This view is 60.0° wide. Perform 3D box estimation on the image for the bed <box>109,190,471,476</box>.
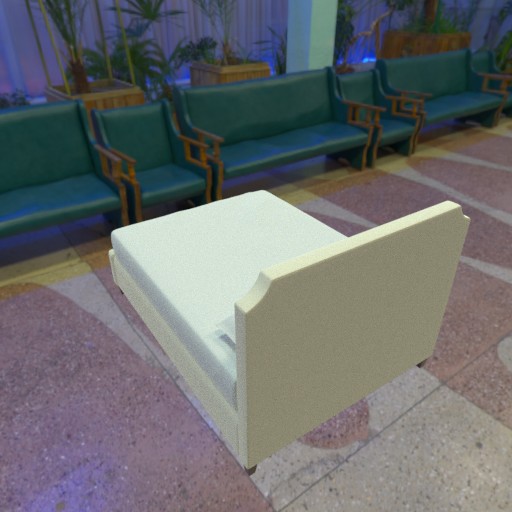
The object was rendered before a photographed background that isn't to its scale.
[{"bbox_3d":[0.000,0.000,3.498,1.703,1.415,2.329,-19,36,-28],"label":"bed"}]
